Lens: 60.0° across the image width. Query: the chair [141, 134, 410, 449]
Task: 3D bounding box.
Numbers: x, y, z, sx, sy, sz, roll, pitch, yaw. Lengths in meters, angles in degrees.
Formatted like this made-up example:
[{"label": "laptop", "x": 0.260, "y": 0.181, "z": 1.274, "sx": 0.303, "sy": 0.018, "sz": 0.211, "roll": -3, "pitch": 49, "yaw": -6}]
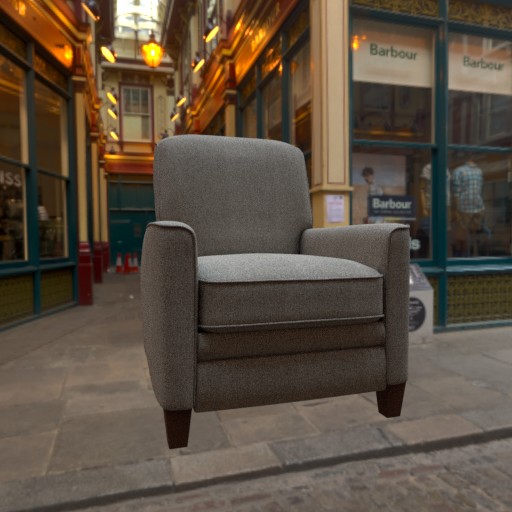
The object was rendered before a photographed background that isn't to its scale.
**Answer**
[{"label": "chair", "x": 0.000, "y": 0.000, "z": 1.671, "sx": 0.841, "sy": 1.028, "sz": 0.858, "roll": -1, "pitch": 3, "yaw": -18}]
